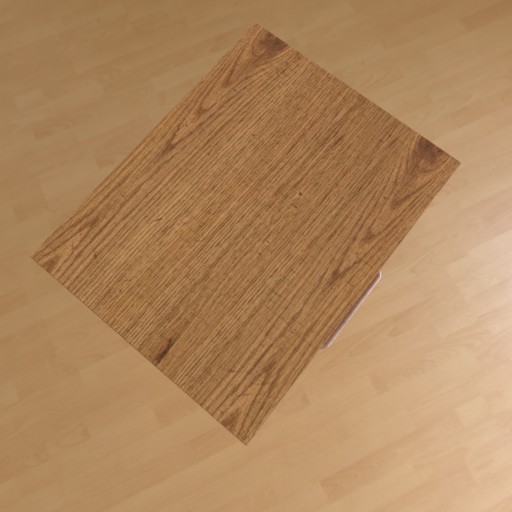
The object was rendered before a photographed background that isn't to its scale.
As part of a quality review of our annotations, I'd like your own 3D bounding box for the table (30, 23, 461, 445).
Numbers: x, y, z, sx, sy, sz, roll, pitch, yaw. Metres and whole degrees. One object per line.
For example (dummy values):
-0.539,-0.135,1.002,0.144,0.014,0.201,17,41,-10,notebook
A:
0.000,0.000,1.062,0.494,0.625,0.601,38,79,9,table
